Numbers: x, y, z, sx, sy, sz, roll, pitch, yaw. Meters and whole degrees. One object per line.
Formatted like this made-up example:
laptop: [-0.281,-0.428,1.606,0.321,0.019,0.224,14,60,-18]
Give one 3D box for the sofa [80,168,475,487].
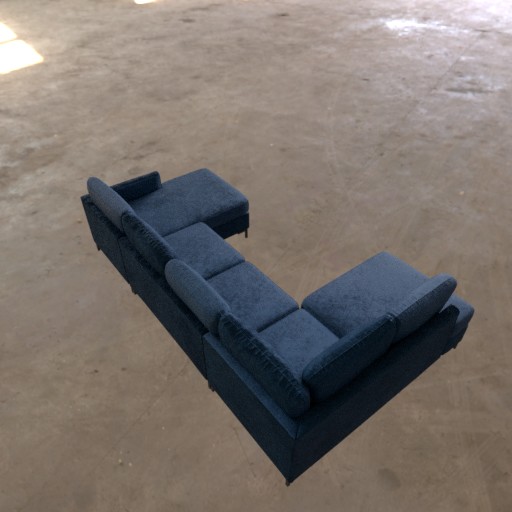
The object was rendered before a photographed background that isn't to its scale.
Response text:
sofa: [0.000,0.000,4.274,2.055,0.992,3.434,-27,47,-28]
